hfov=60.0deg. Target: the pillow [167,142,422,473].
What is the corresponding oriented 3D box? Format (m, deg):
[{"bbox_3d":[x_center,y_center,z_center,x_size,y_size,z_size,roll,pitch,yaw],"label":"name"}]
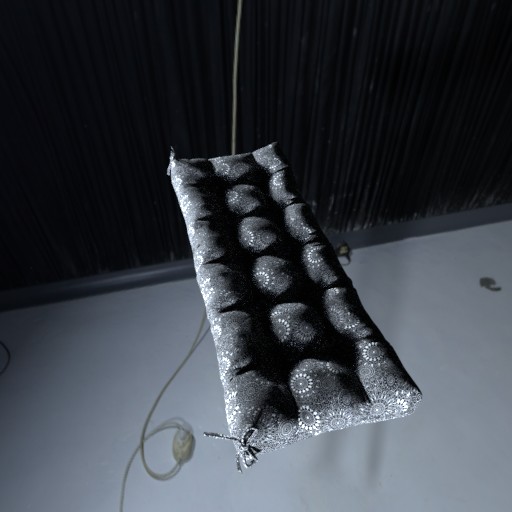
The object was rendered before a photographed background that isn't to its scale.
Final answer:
[{"bbox_3d":[0.000,0.000,1.365,0.511,0.174,1.194,-11,47,-11],"label":"pillow"}]
